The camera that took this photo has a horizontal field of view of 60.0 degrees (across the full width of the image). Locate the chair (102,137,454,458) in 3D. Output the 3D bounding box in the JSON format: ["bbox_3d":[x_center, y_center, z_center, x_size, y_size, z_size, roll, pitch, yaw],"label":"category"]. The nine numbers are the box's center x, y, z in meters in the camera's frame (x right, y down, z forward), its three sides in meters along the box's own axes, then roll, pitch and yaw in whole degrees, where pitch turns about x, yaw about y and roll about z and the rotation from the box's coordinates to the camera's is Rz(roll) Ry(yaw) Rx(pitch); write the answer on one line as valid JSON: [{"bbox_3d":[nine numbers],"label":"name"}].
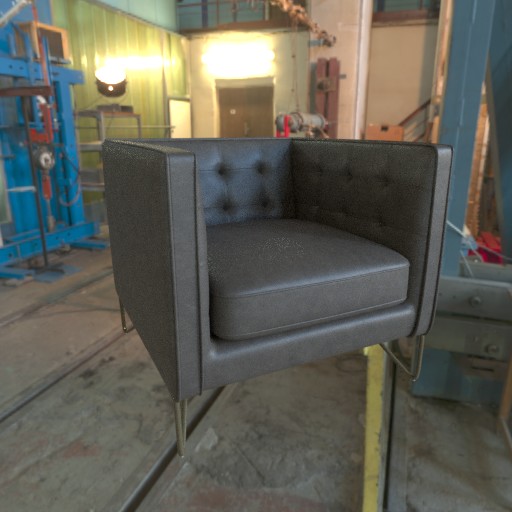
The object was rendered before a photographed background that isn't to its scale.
[{"bbox_3d":[0.000,0.000,1.560,0.880,0.790,0.894,-8,18,-25],"label":"chair"}]
